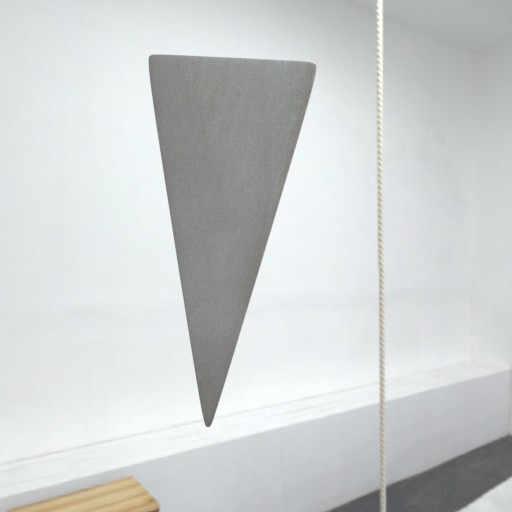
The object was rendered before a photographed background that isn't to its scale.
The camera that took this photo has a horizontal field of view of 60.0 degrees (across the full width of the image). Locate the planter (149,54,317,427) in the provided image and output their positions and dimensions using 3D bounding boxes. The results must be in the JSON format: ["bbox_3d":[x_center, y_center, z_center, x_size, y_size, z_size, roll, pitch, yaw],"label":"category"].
[{"bbox_3d":[0.000,0.000,0.154,0.047,0.130,0.058,0,1,36],"label":"planter"}]
